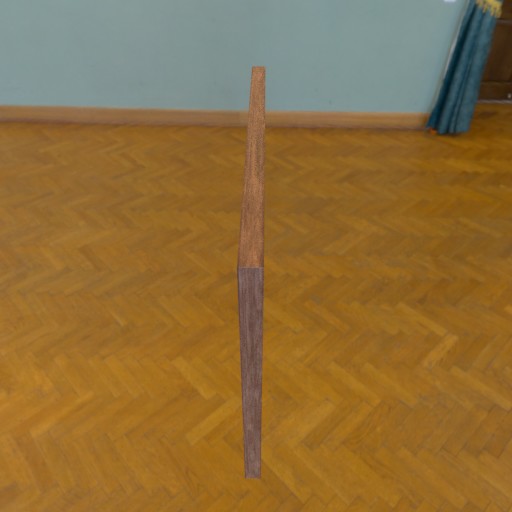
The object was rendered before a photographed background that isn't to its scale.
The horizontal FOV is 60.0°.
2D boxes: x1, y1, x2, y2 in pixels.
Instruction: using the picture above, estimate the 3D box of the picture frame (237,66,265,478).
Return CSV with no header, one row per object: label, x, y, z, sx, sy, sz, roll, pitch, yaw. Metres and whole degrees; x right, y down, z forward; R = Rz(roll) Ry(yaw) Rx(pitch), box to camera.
picture frame,0.000,0.000,0.770,0.025,0.457,0.559,1,41,1
